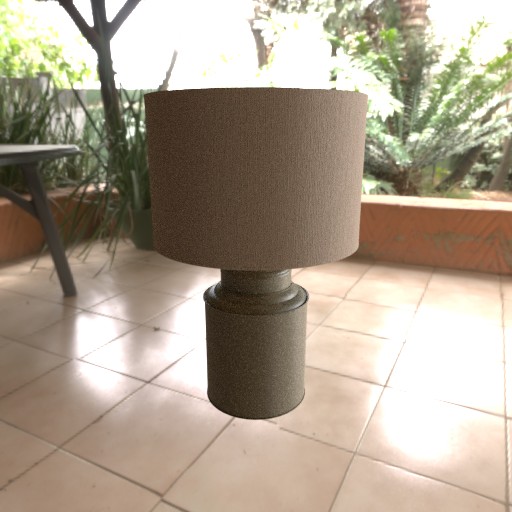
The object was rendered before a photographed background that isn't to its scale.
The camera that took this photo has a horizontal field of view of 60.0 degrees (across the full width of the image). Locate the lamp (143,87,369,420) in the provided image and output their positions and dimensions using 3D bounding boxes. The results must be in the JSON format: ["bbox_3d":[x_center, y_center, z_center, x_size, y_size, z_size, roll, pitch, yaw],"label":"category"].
[{"bbox_3d":[0.000,0.000,0.710,0.318,0.486,0.318,0,16,0],"label":"lamp"}]
